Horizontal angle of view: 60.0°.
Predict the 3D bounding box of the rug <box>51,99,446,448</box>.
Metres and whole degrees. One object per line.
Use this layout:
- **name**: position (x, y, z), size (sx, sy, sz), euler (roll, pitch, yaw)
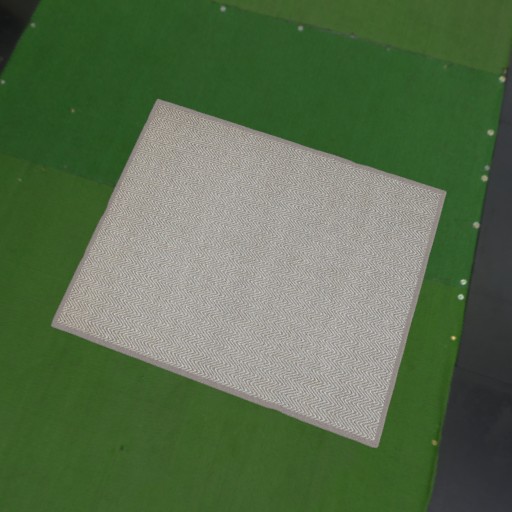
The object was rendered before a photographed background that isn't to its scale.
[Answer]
- **rug**: position (0.000, 0.000, 4.084), size (3.007, 0.032, 2.434), euler (19, 76, 5)
